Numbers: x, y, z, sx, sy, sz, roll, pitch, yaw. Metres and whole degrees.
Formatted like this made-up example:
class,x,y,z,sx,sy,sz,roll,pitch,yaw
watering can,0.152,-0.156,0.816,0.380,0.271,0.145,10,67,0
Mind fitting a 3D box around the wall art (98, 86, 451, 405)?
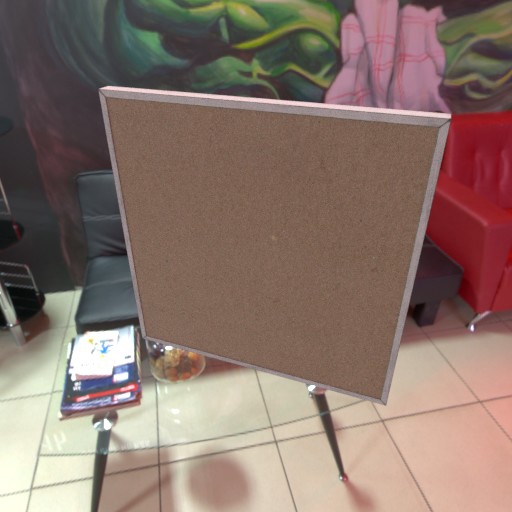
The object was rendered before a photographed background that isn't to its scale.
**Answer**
class,x,y,z,sx,sy,sz,roll,pitch,yaw
wall art,0.000,0.000,1.123,0.762,0.762,0.038,11,33,17
